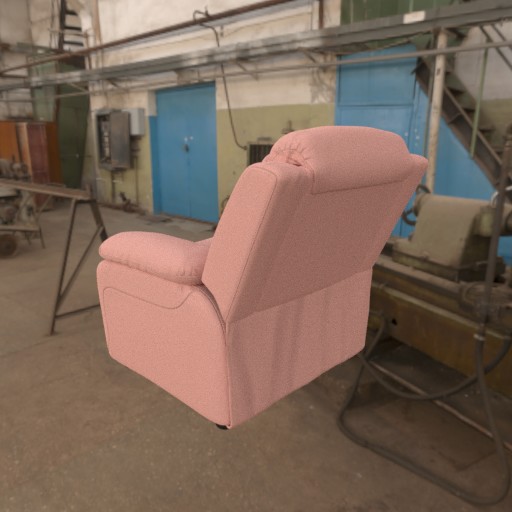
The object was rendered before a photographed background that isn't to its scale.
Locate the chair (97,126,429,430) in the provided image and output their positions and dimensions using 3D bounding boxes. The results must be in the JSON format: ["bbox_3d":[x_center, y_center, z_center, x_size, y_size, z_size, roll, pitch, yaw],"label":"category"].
[{"bbox_3d":[0.000,0.000,1.258,0.680,0.702,0.709,-15,21,-43],"label":"chair"}]
